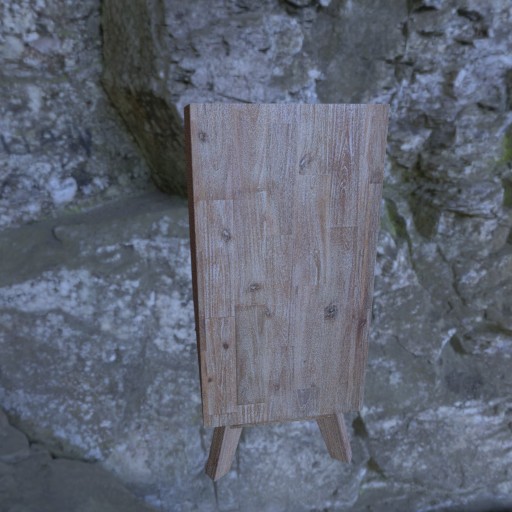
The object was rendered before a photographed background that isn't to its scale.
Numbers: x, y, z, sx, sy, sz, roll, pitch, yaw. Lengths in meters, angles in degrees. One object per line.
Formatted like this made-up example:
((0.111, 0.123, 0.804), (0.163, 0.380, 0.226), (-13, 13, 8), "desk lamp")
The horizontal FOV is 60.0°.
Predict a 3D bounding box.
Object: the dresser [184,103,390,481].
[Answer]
((0.000, 0.000, 1.605), (0.455, 1.029, 0.998), (-3, 18, -9), "dresser")
